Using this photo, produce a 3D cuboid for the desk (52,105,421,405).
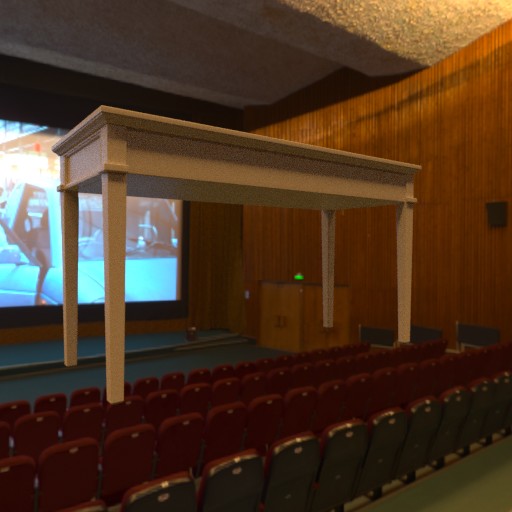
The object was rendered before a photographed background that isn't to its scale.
[{"bbox_3d":[0.000,0.000,1.745,1.372,0.774,0.559,-1,1,-36],"label":"desk"}]
